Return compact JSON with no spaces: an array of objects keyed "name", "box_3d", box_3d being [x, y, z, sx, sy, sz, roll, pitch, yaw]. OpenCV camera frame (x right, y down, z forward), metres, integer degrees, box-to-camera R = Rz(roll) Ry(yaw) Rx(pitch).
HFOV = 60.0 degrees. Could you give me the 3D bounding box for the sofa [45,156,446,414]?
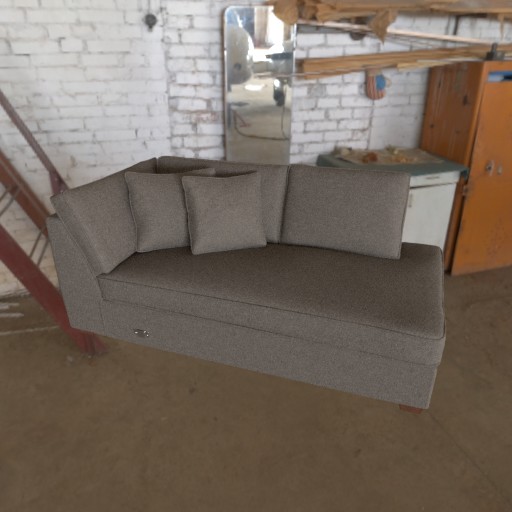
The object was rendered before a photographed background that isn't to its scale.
[{"name":"sofa","box_3d":[0.000,0.000,2.789,2.237,1.033,1.110,9,27,17]}]
